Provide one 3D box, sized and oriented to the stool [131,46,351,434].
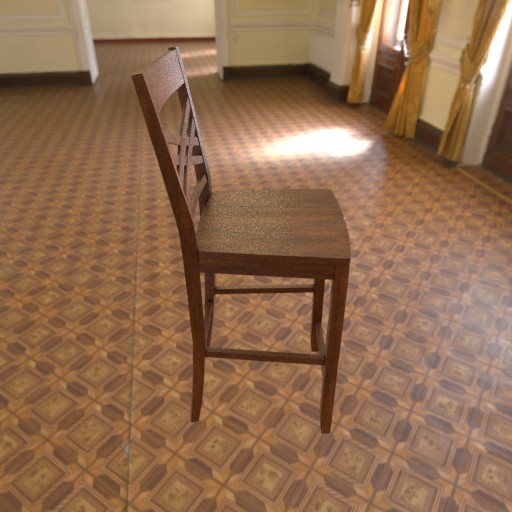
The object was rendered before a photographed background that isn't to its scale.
[{"bbox_3d":[0.000,0.000,1.329,0.504,1.098,0.426,1,32,1],"label":"stool"}]
